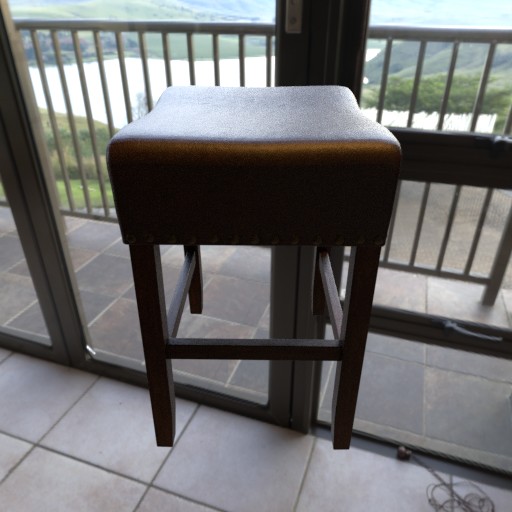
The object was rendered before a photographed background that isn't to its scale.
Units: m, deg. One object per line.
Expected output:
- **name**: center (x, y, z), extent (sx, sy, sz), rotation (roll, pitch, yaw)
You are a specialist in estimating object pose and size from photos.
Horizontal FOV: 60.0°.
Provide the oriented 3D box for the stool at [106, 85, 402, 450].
- **stool**: center (0.000, 0.000, 0.918), extent (0.397, 0.608, 0.465), rotation (0, 30, 1)
